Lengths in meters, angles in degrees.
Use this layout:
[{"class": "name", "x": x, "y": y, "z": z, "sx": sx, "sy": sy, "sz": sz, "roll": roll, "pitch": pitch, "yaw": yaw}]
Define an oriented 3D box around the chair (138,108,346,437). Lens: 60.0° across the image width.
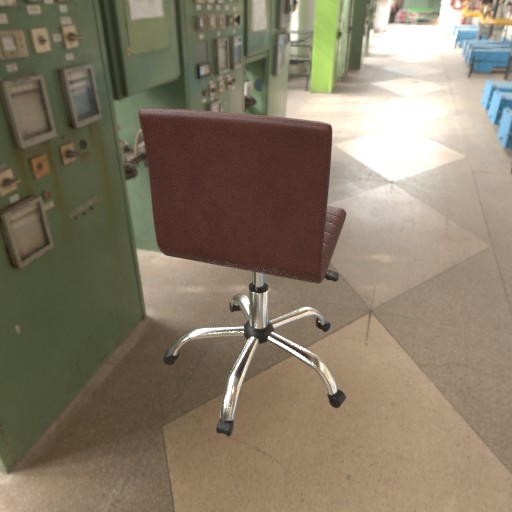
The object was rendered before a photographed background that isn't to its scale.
[{"class": "chair", "x": 0.000, "y": 0.000, "z": 1.145, "sx": 0.556, "sy": 0.780, "sz": 0.530, "roll": 10, "pitch": 32, "yaw": 16}]
